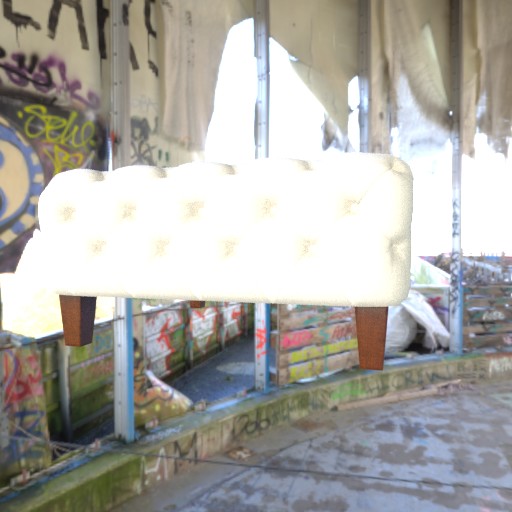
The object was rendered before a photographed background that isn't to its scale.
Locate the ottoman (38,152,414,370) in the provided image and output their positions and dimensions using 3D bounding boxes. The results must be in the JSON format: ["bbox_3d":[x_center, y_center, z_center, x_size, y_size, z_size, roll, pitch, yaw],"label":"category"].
[{"bbox_3d":[0.000,0.000,1.162,0.755,0.376,0.753,0,1,17],"label":"ottoman"}]
